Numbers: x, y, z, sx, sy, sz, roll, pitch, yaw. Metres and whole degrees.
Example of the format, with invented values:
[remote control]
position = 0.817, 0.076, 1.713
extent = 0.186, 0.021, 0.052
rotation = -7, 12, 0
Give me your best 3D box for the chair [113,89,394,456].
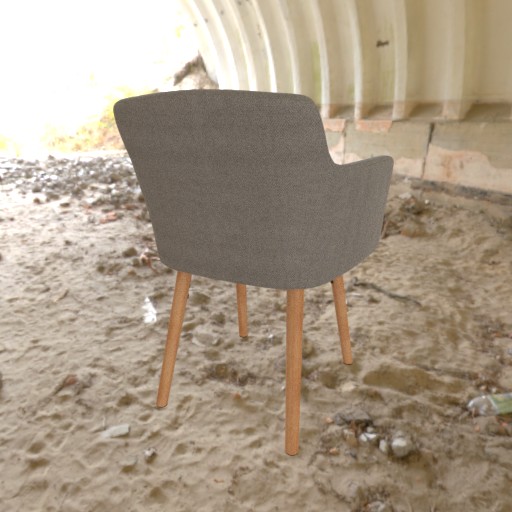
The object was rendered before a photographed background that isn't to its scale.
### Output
[chair]
position = 0.000, 0.000, 1.140
extent = 0.570, 0.780, 0.540
rotation = 9, 19, 27
